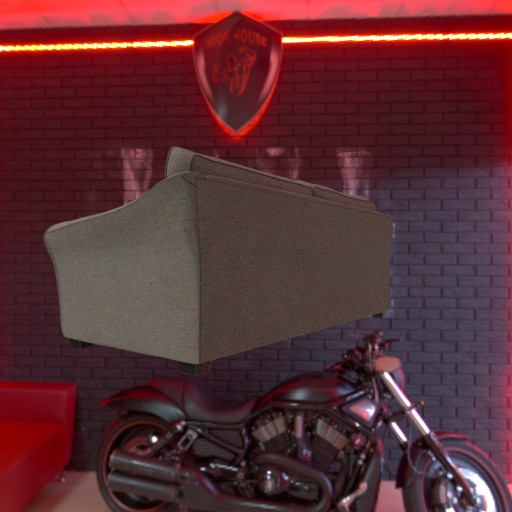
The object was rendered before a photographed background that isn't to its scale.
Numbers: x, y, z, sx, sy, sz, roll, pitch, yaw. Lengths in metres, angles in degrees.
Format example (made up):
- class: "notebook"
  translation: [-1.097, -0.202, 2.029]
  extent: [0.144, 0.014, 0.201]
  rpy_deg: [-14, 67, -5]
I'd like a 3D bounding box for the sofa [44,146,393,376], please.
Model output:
- class: "sofa"
  translation: [0.000, 0.000, 2.755]
  extent: [0.986, 0.906, 2.270]
  rpy_deg: [0, 0, 36]
